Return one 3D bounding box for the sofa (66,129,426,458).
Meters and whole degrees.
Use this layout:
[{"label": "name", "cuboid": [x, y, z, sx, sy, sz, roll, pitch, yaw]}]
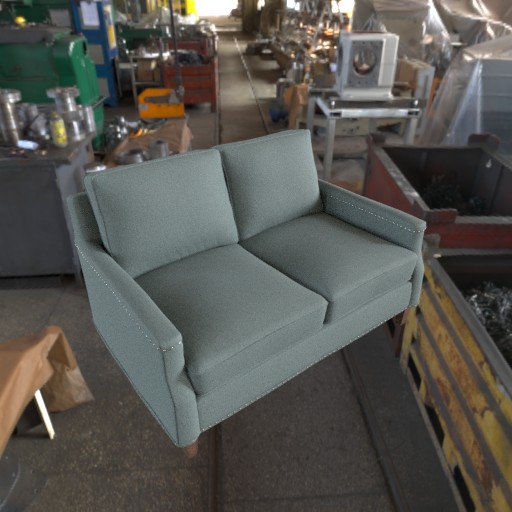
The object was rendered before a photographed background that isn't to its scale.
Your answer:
[{"label": "sofa", "cuboid": [0.000, 0.000, 2.339, 1.597, 1.003, 1.084, -21, 37, -31]}]
